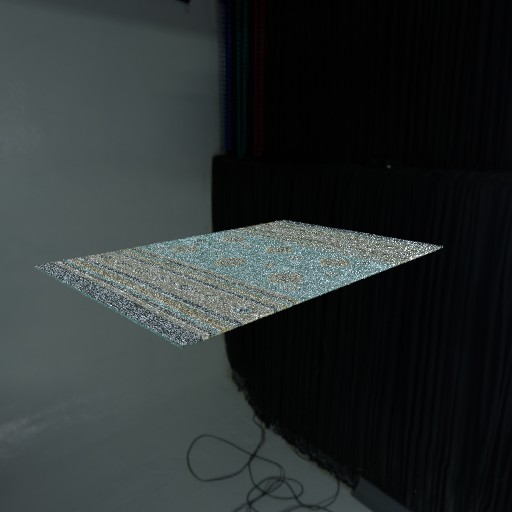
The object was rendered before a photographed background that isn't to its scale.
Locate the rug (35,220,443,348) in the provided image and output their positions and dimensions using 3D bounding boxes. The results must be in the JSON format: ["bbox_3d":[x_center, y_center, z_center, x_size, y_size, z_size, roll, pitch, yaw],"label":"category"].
[{"bbox_3d":[0.000,0.000,2.339,1.811,0.010,1.212,-14,20,-43],"label":"rug"}]
